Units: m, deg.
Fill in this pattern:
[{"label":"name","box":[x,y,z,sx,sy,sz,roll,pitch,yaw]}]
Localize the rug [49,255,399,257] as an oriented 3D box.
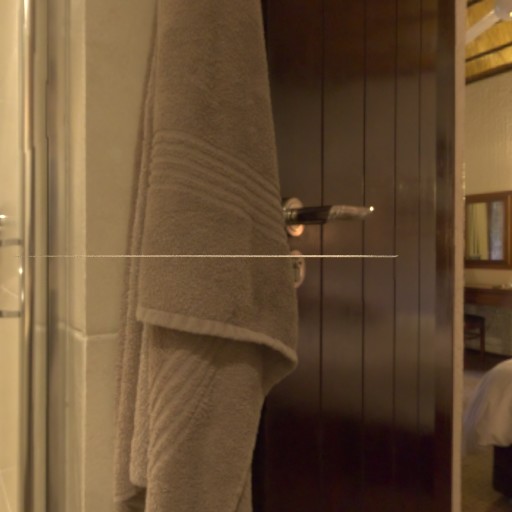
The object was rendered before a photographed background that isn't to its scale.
[{"label":"rug","box":[0.000,0.000,4.032,2.453,0.004,3.037,0,0,18]}]
